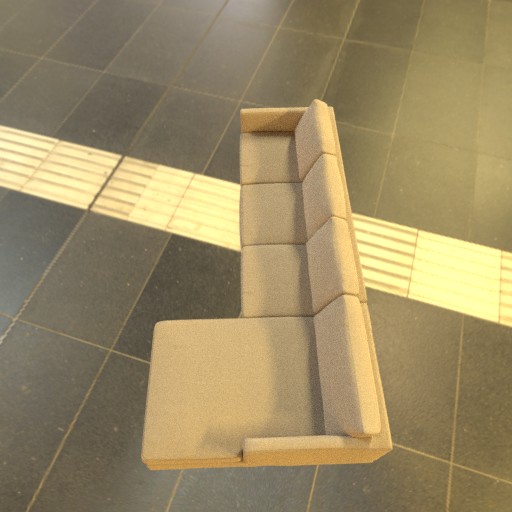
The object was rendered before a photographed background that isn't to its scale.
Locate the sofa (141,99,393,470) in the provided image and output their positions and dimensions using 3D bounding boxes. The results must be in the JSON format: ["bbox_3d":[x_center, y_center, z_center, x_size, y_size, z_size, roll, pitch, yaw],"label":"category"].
[{"bbox_3d":[0.000,0.000,3.760,1.625,0.861,3.186,-1,58,-1],"label":"sofa"}]
